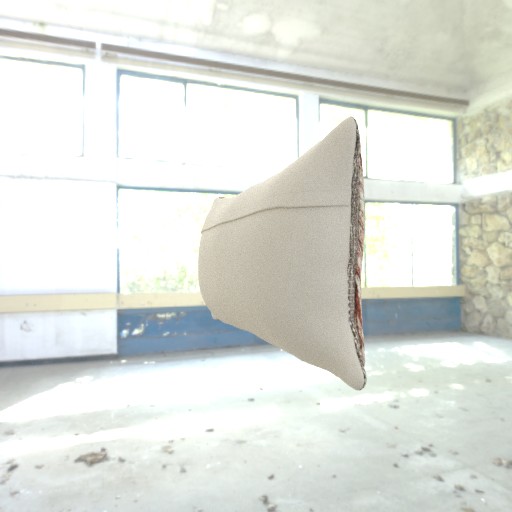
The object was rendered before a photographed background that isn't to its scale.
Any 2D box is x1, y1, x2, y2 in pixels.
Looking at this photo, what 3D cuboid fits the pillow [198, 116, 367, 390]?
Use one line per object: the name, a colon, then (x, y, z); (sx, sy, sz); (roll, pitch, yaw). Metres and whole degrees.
pillow: (0.000, 0.000, 0.734); (0.139, 0.282, 0.635); (0, -1, -19)
